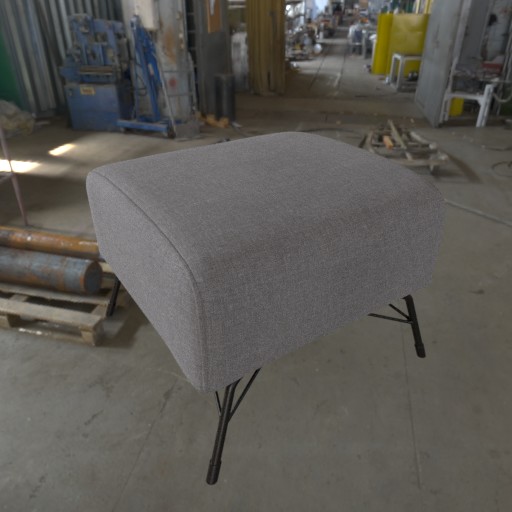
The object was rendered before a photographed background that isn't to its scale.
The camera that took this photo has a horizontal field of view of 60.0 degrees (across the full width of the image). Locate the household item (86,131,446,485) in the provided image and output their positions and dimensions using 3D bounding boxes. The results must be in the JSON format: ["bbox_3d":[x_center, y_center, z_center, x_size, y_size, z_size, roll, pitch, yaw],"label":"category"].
[{"bbox_3d":[0.000,0.000,0.908,0.530,0.410,0.530,-19,35,-29],"label":"household item"}]
